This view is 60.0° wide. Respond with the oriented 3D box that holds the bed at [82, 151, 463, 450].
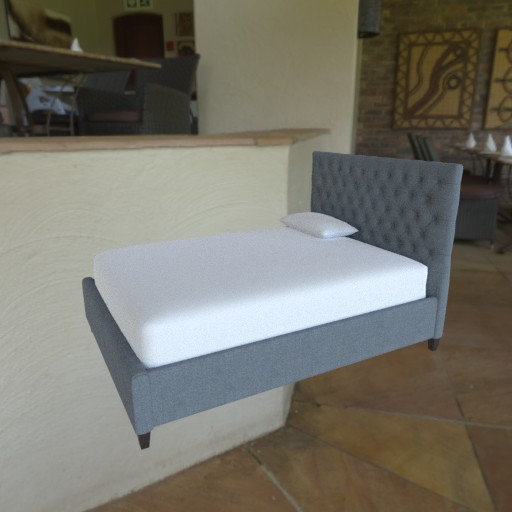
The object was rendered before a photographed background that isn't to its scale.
[{"bbox_3d":[0.000,0.000,3.373,2.335,1.411,1.698,-9,19,-27],"label":"bed"}]
